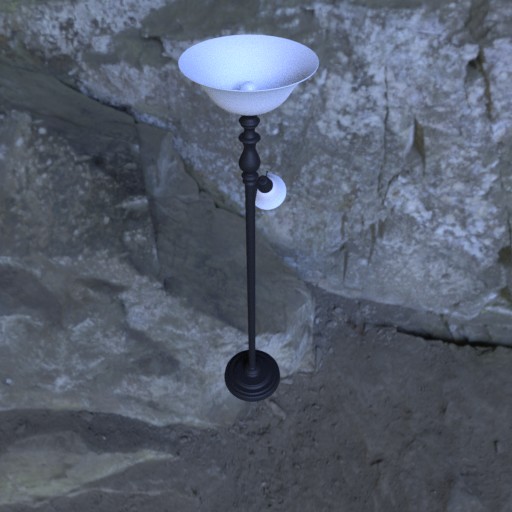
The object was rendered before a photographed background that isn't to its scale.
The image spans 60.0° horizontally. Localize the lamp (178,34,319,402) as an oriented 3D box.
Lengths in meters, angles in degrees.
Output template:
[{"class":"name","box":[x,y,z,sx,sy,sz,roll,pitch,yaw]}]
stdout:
[{"class":"lamp","box":[0.000,0.000,1.982,0.405,1.793,0.588,10,46,9]}]
